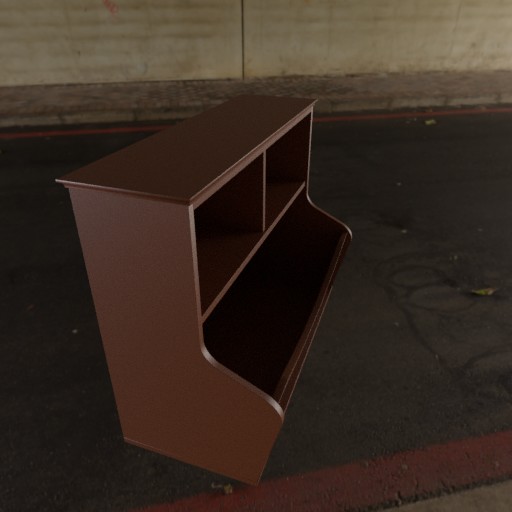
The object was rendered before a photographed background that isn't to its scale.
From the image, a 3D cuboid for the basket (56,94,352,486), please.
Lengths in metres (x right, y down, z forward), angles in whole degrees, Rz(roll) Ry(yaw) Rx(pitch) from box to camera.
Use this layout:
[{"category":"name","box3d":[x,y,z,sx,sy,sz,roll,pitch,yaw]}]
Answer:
[{"category":"basket","box3d":[0.000,0.000,1.110,0.376,0.625,0.792,10,31,17]}]
